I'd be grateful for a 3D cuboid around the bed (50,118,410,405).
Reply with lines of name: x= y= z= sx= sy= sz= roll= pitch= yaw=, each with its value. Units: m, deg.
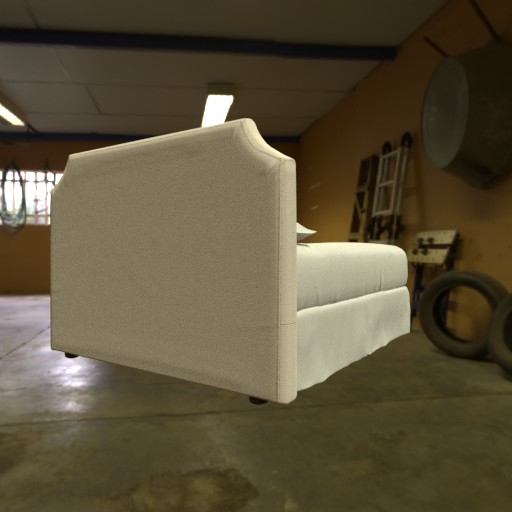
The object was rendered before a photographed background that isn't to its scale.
bed: x=0.000 y=0.000 z=3.260 sx=1.828 sy=1.297 sz=2.164 roll=1 pitch=1 yaw=35
